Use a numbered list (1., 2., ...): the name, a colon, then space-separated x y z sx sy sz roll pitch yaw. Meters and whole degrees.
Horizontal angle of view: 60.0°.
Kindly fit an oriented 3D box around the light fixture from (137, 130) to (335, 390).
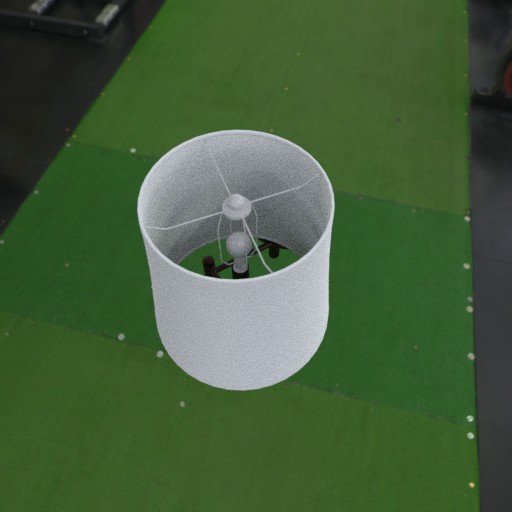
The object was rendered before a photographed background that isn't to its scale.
1. light fixture: 0.000 0.000 0.265 0.100 0.172 0.157 14 58 9
